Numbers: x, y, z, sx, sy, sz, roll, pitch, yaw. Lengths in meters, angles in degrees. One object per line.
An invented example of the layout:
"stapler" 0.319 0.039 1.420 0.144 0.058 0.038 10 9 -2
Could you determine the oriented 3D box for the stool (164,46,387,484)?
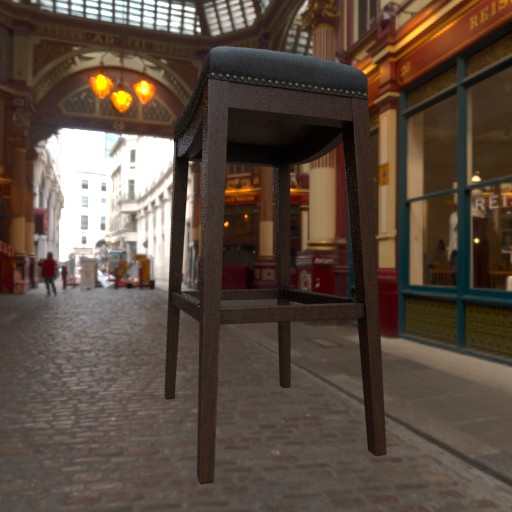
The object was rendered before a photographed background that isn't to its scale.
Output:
"stool" 0.000 0.000 1.031 0.361 0.765 0.500 0 -1 -18
